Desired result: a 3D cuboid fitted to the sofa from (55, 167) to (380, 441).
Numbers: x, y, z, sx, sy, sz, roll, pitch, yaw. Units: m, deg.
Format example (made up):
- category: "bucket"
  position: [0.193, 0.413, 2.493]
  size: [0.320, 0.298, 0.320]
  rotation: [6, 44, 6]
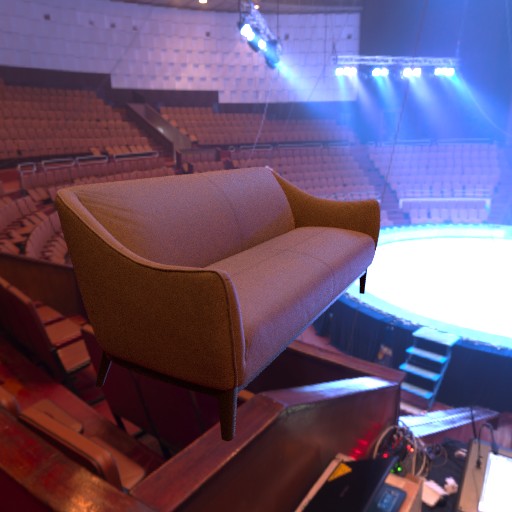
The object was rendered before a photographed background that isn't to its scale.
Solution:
- category: "sofa"
  position: [0.000, 0.000, 2.329]
  size: [0.869, 0.830, 1.928]
  rotation: [8, 16, 27]
